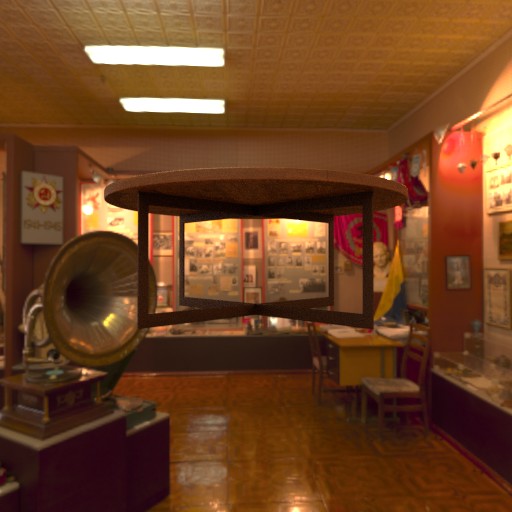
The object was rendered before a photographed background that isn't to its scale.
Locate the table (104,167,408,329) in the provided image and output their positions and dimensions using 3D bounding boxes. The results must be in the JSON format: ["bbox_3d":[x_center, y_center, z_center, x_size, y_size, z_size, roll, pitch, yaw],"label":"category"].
[{"bbox_3d":[0.000,0.000,1.945,1.264,0.516,1.264,0,-1,0],"label":"table"}]
